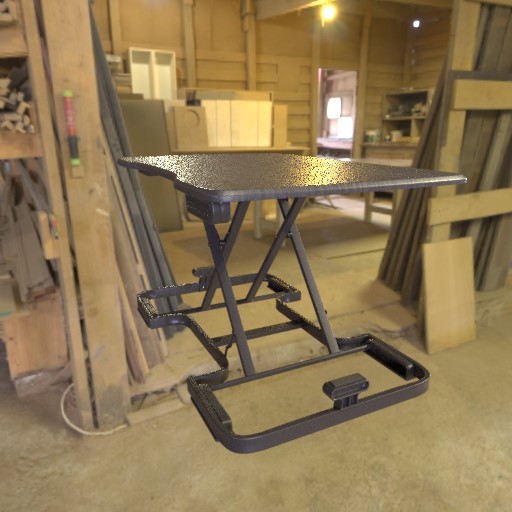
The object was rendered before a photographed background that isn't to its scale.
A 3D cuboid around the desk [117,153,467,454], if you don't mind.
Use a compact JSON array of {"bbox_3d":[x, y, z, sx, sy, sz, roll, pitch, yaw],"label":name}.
[{"bbox_3d":[0.000,0.000,1.152,0.546,0.470,0.820,-8,18,-25],"label":"desk"}]
